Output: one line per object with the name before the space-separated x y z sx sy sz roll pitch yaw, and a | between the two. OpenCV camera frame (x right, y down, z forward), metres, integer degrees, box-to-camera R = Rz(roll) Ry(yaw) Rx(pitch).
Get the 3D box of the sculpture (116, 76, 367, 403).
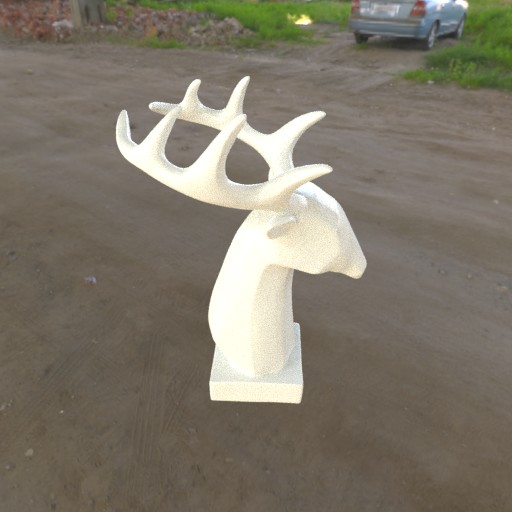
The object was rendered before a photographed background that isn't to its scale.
sculpture | 0.000 0.000 0.455 0.224 0.329 0.174 1 33 2
